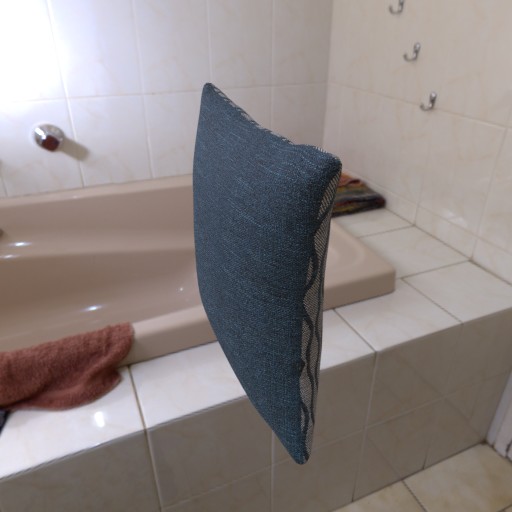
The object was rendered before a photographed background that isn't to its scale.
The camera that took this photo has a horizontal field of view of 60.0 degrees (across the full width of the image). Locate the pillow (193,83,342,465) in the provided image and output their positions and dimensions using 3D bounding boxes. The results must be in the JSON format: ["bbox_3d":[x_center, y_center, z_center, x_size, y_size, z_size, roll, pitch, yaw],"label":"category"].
[{"bbox_3d":[0.000,0.000,0.665,0.159,0.435,0.435,-11,31,-18],"label":"pillow"}]
